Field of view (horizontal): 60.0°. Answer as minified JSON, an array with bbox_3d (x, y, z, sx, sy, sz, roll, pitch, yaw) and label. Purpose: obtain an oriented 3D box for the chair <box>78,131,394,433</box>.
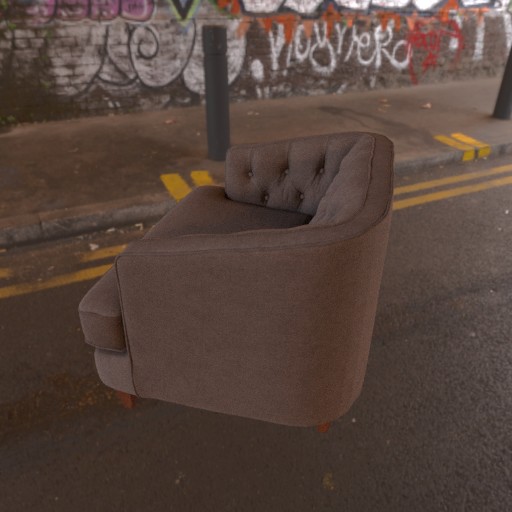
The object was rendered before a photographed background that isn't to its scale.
[{"bbox_3d":[0.000,0.000,1.749,0.941,0.852,1.104,8,32,13],"label":"chair"}]
